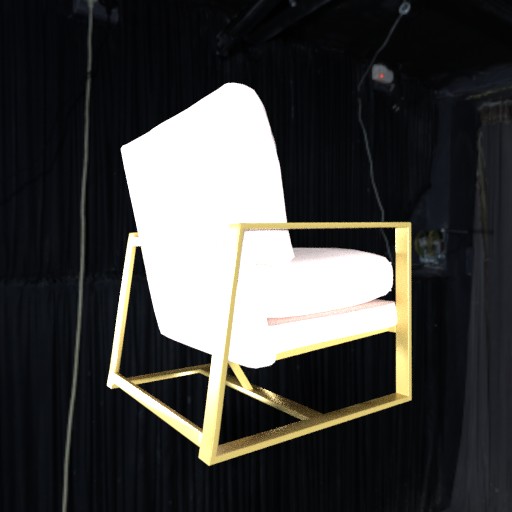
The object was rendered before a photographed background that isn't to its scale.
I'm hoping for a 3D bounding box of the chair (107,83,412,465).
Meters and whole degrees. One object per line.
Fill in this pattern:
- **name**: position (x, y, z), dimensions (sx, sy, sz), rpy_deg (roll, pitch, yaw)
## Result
- **chair**: position (0.000, 0.000, 1.560), dimensions (0.813, 0.956, 0.758), rpy_deg (0, 1, -36)
